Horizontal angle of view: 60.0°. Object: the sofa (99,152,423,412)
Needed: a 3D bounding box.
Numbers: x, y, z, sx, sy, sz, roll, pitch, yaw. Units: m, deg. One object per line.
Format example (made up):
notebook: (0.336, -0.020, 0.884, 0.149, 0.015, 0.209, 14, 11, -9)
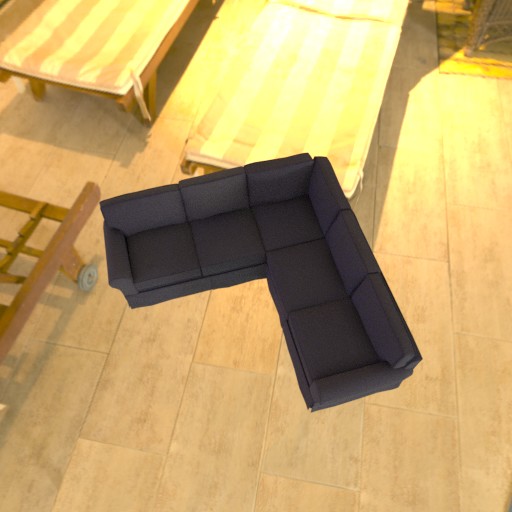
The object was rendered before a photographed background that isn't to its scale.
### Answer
sofa: (0.000, 0.000, 5.109, 3.773, 1.169, 2.874, 14, 60, 8)
